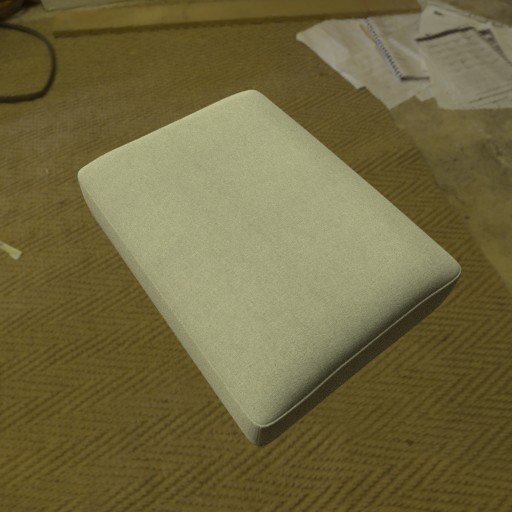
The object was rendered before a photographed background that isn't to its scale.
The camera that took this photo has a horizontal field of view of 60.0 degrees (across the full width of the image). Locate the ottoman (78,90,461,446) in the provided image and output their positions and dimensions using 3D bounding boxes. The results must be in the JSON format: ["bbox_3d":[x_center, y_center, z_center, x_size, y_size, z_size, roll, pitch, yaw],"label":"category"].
[{"bbox_3d":[0.000,0.000,1.104,0.549,0.428,0.749,-32,63,-19],"label":"ottoman"}]
